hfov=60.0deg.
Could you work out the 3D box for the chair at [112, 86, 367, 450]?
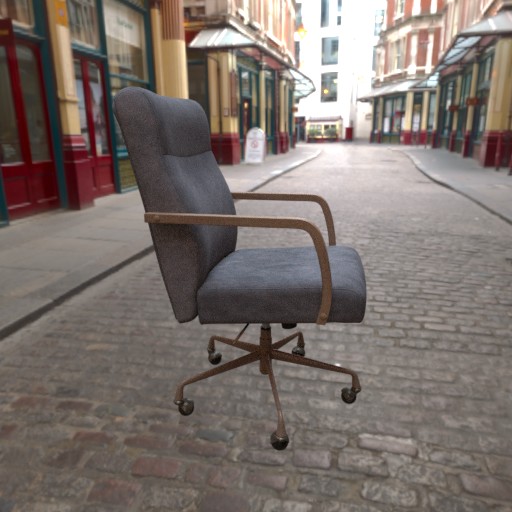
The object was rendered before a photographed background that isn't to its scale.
[{"bbox_3d":[0.000,0.000,1.476,0.741,1.029,0.640,3,15,11],"label":"chair"}]
